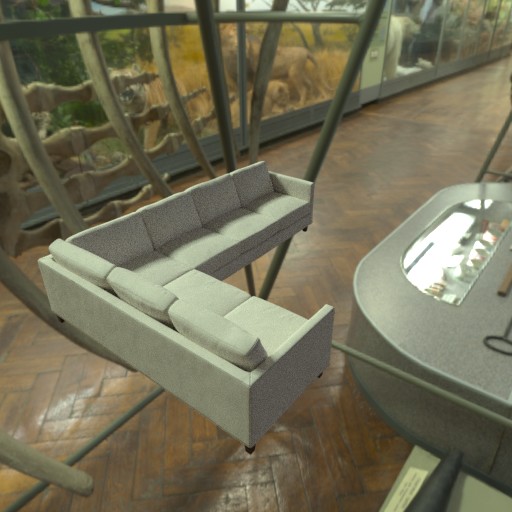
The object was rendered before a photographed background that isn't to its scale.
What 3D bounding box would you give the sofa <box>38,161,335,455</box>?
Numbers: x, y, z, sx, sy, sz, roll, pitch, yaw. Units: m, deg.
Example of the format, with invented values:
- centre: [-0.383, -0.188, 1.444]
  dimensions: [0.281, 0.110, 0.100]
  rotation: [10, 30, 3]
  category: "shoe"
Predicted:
- centre: [0.000, 0.000, 4.444]
  dimensions: [2.432, 0.863, 3.182]
  rotation: [21, 36, 32]
  category: "sofa"
